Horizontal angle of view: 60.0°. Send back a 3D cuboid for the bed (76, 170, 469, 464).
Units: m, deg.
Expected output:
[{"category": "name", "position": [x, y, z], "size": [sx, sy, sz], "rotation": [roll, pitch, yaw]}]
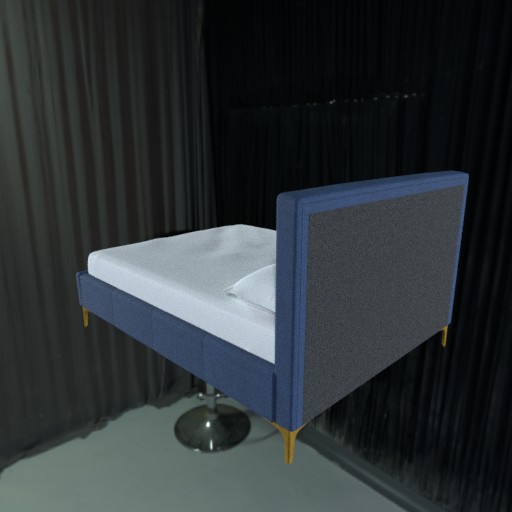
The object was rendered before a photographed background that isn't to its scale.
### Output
[{"category": "bed", "position": [0.000, 0.000, 3.156], "size": [1.723, 1.231, 2.172], "rotation": [-15, 21, -43]}]
